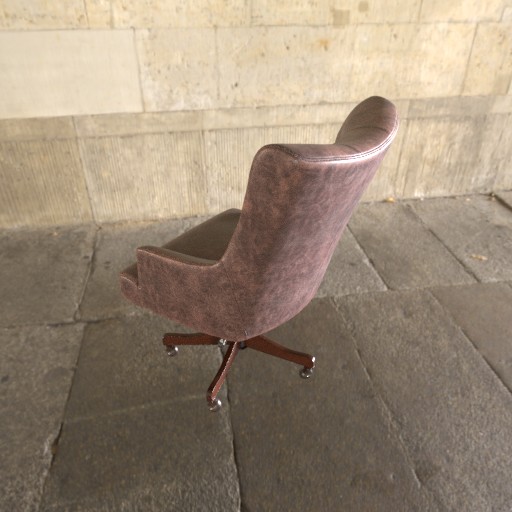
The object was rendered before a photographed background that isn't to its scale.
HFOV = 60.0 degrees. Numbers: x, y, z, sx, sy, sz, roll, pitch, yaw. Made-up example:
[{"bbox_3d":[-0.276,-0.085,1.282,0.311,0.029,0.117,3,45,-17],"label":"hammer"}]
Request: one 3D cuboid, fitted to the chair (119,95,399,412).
[{"bbox_3d":[0.000,0.000,1.530,0.762,1.035,0.641,22,39,30],"label":"chair"}]
